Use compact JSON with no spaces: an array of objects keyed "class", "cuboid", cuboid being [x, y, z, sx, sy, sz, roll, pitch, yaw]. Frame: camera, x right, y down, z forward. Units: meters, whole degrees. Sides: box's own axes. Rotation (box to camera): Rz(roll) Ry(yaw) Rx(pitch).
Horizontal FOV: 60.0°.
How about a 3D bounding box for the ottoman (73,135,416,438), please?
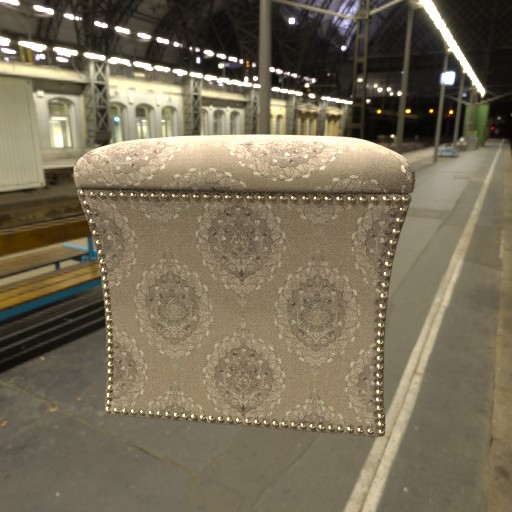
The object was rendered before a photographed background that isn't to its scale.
[{"class":"ottoman","cuboid":[0.000,0.000,0.897,0.507,0.473,0.497,2,16,7]}]
